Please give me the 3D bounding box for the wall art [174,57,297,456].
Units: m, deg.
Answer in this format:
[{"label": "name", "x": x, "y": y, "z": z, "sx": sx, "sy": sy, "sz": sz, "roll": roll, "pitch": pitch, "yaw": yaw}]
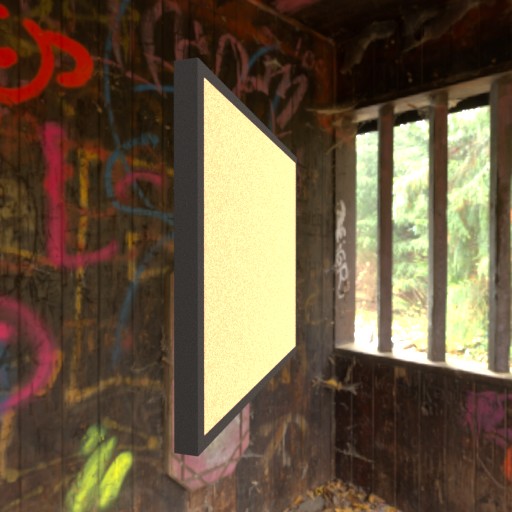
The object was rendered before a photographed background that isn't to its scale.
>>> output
[{"label": "wall art", "x": 0.000, "y": 0.000, "z": 0.774, "sx": 0.030, "sy": 0.454, "sz": 0.554, "roll": 0, "pitch": 0, "yaw": 17}]
